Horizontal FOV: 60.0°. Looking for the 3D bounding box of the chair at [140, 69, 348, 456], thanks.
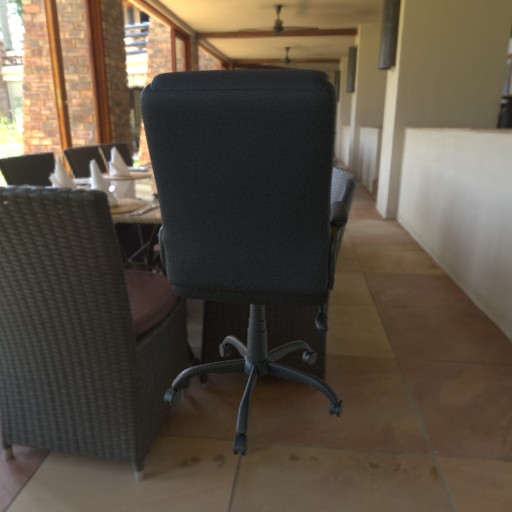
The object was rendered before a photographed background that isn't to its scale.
[{"bbox_3d":[0.000,0.000,1.447,0.615,1.072,0.655,3,17,9],"label":"chair"}]
